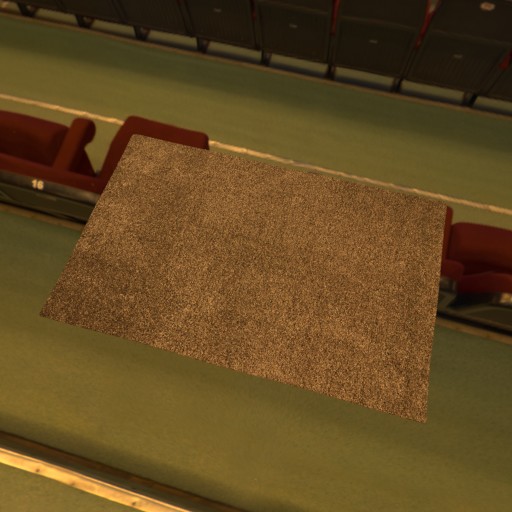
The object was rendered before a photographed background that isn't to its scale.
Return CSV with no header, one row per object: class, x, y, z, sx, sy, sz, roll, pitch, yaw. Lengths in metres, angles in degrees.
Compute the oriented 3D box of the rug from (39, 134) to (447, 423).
rug,0.000,0.000,2.908,2.352,0.025,1.501,14,64,7
